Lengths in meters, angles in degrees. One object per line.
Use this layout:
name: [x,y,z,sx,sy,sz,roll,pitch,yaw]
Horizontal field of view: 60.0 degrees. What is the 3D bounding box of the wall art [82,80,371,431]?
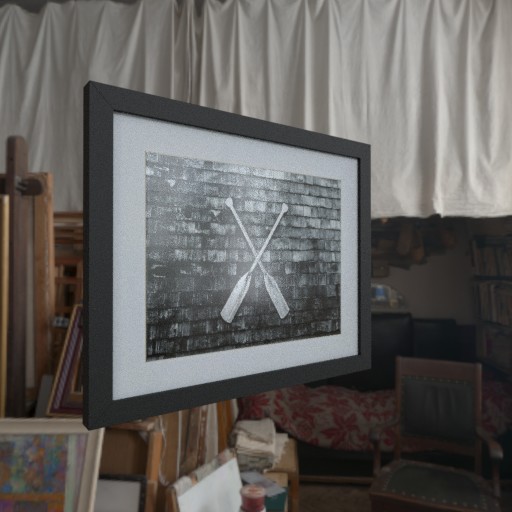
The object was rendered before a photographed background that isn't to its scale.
wall art: [0.000,0.000,0.752,0.558,0.457,0.029,0,0,-36]
